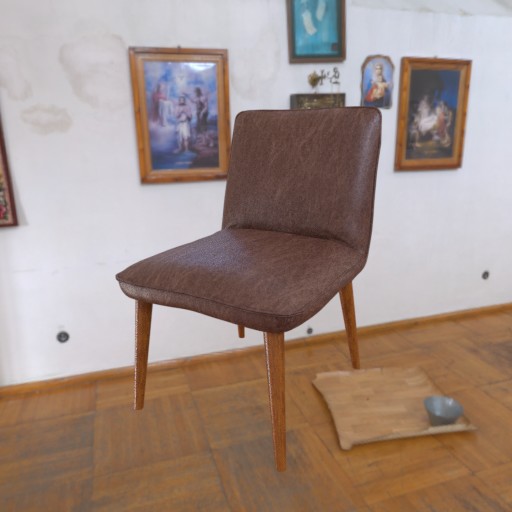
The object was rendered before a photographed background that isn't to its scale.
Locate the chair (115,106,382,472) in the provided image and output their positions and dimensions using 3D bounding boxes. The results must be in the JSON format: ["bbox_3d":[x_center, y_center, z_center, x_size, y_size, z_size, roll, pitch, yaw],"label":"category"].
[{"bbox_3d":[0.000,0.000,1.217,0.543,0.803,0.645,7,16,26],"label":"chair"}]
